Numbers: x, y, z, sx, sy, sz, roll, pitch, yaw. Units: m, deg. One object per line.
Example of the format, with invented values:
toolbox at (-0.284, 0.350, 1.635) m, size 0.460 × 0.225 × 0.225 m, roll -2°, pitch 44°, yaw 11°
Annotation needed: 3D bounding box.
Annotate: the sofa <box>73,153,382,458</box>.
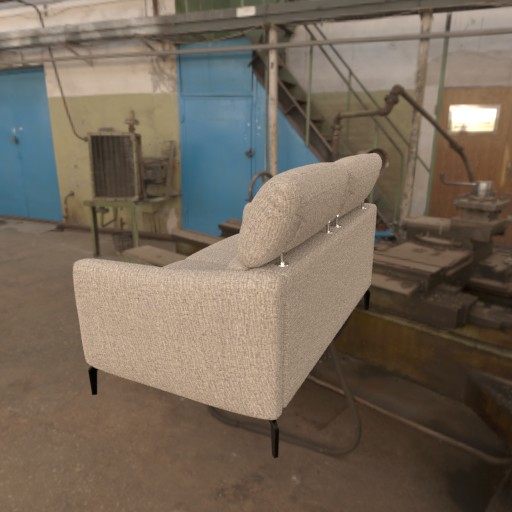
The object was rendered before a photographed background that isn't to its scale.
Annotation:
sofa at (0.000, 0.000, 2.156) m, size 0.905 × 0.950 × 1.540 m, roll 8°, pitch 18°, yaw 25°
